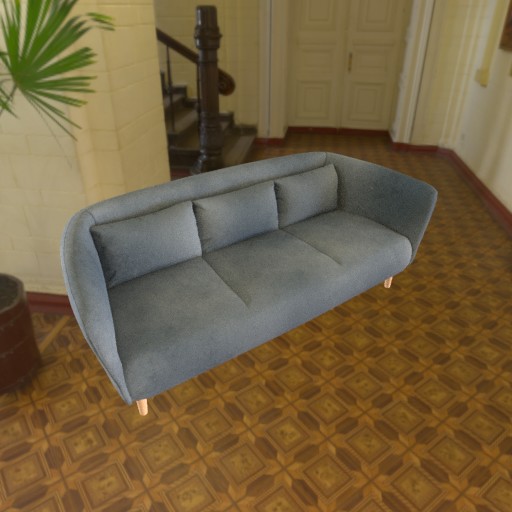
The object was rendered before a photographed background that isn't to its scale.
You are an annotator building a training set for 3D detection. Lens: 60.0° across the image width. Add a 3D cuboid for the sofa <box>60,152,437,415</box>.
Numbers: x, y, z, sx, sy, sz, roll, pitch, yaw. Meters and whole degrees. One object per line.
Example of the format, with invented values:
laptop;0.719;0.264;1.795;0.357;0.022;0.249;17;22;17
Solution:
sofa;0.000;0.000;2.478;2.095;0.795;0.849;-20;35;-32
